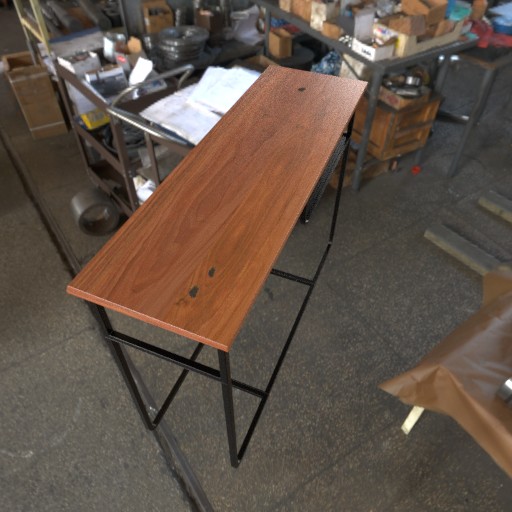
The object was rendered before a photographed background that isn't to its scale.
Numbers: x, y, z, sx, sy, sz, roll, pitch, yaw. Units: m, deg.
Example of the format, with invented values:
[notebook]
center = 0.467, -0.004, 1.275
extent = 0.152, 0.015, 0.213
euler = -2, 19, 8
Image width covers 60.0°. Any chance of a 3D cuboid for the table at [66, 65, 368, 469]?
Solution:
[table]
center = 0.000, 0.000, 1.440
extent = 0.350, 0.750, 1.100
euler = 17, 49, 15
